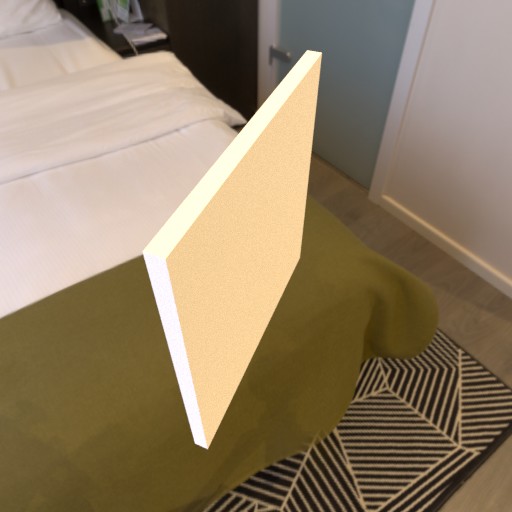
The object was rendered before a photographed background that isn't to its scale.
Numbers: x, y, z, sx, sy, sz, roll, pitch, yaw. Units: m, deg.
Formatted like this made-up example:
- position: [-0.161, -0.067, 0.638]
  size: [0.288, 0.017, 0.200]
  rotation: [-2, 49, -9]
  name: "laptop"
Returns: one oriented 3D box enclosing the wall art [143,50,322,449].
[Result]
- position: [0.000, 0.000, 0.851]
  size: [0.028, 0.559, 0.559]
  rotation: [17, 50, 15]
  name: "wall art"
